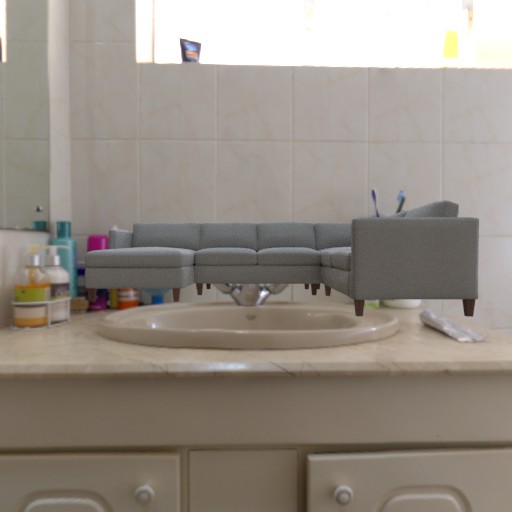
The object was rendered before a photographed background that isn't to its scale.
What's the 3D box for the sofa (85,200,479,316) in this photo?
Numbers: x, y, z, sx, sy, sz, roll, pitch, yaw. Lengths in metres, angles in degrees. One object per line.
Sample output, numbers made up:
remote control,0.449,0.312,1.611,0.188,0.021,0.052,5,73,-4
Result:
sofa,0.000,0.000,4.399,3.238,0.853,2.551,0,0,1
